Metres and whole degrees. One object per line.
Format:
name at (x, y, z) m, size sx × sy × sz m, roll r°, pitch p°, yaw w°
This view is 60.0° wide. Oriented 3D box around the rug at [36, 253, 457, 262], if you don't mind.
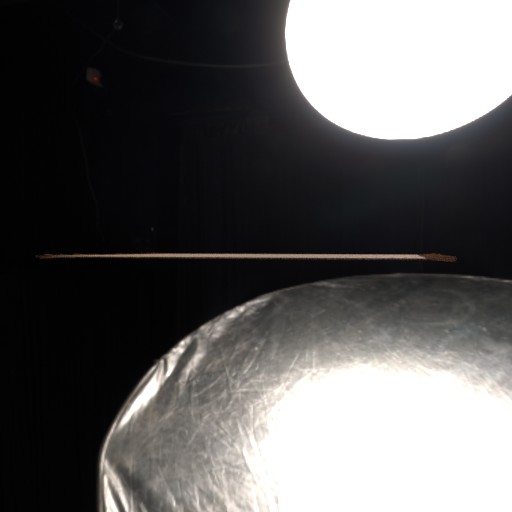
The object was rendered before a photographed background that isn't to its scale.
rug at (0.000, 0.000, 2.606) m, size 2.085 × 0.027 × 1.224 m, roll 0°, pitch 1°, yaw 18°
